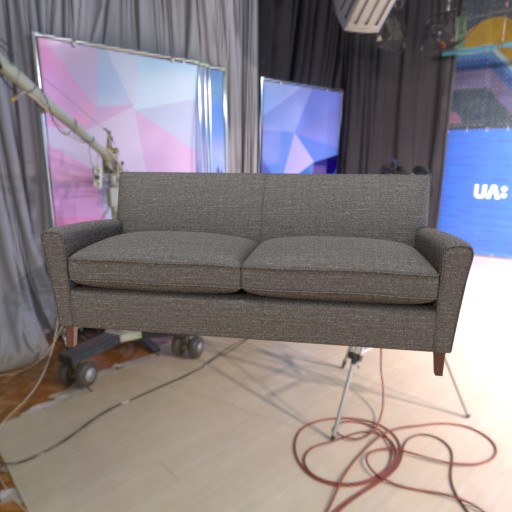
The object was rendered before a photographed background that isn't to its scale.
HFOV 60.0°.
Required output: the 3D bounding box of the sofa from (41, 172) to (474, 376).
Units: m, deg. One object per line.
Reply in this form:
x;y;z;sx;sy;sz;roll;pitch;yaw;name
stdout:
0.000;0.000;2.427;1.976;0.846;0.875;2;14;9;sofa
